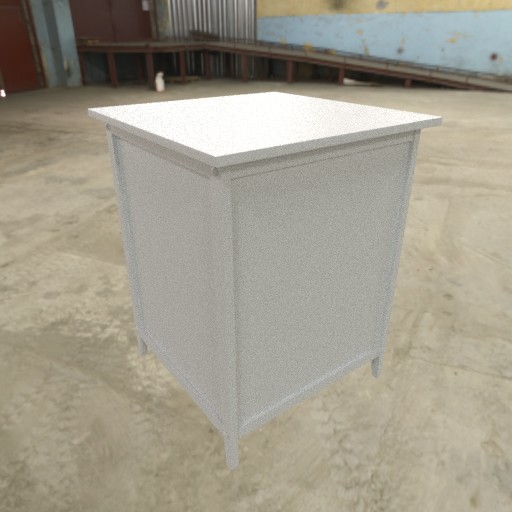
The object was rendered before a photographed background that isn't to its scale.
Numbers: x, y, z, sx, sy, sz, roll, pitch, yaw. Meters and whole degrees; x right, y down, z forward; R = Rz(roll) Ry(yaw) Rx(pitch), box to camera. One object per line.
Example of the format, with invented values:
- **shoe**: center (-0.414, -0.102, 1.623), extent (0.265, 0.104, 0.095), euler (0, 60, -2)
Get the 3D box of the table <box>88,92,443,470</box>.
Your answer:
- **table**: center (0.000, 0.000, 0.774), extent (0.381, 0.483, 0.381), euler (-18, 32, -32)
